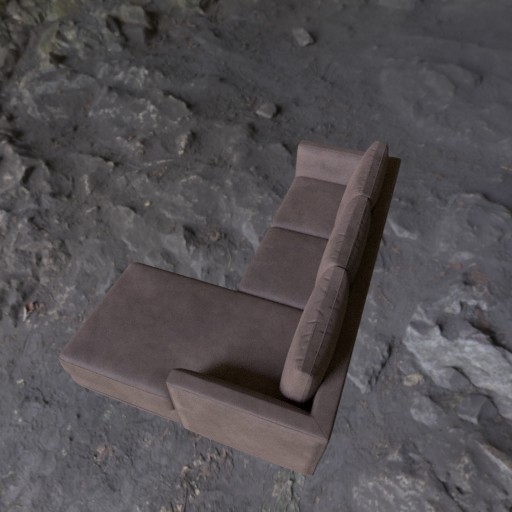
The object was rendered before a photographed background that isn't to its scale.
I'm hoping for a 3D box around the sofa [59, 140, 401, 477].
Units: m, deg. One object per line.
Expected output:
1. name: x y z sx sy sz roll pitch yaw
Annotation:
1. sofa: 0.000 0.000 3.180 1.622 0.987 2.438 15 48 14
